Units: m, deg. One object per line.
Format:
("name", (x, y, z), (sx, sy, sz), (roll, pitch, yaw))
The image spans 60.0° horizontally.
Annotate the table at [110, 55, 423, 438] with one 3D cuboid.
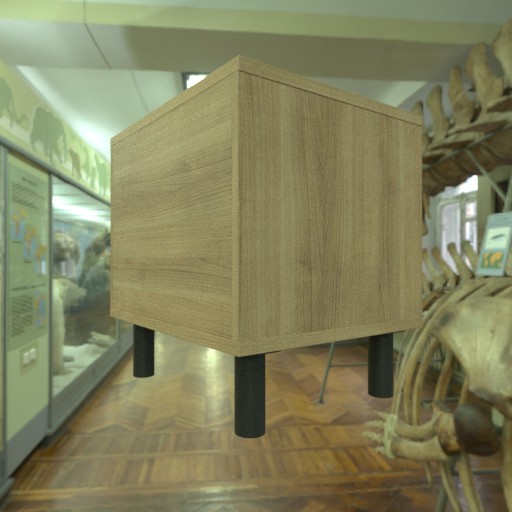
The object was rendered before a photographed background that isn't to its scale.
("table", (0.000, 0.000, 0.801), (0.380, 0.460, 0.445), (0, 0, -37))
